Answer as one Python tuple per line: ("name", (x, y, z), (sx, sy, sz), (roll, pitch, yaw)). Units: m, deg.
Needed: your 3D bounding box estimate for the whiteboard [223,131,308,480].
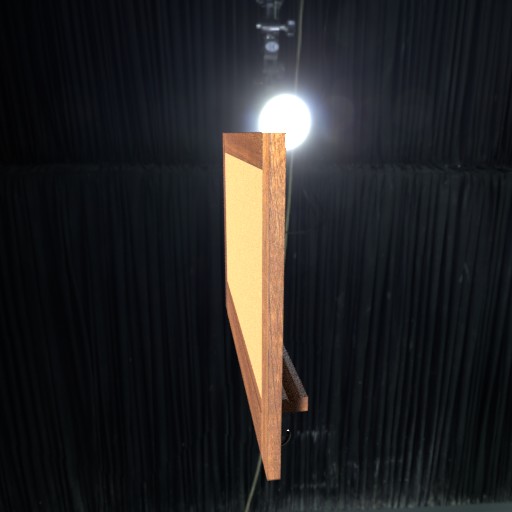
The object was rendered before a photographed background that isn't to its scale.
("whiteboard", (0.000, 0.000, 1.041), (0.083, 0.559, 0.783), (-2, 16, -8))
